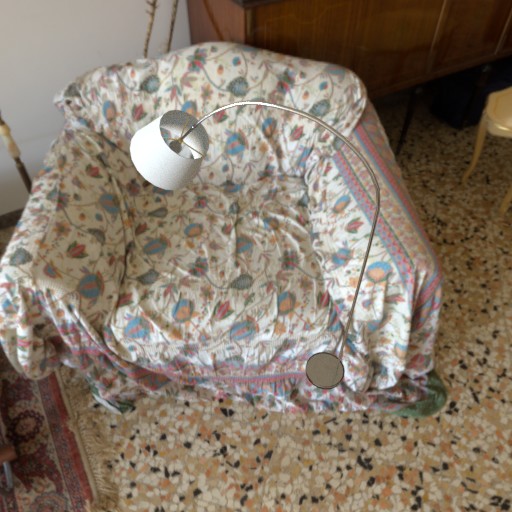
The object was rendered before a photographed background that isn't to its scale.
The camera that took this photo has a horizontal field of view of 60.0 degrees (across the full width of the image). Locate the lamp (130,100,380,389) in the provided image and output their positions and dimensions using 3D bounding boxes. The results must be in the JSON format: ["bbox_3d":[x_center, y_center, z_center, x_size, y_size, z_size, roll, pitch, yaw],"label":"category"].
[{"bbox_3d":[0.000,0.000,2.782,1.445,2.098,0.406,18,50,16],"label":"lamp"}]
